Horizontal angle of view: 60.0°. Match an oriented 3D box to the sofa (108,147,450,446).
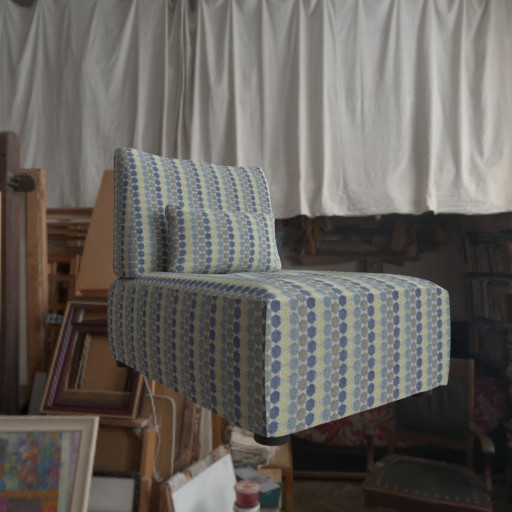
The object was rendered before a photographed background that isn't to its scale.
[{"bbox_3d":[0.000,0.000,1.511,0.700,0.820,1.000,0,0,-37],"label":"sofa"}]
